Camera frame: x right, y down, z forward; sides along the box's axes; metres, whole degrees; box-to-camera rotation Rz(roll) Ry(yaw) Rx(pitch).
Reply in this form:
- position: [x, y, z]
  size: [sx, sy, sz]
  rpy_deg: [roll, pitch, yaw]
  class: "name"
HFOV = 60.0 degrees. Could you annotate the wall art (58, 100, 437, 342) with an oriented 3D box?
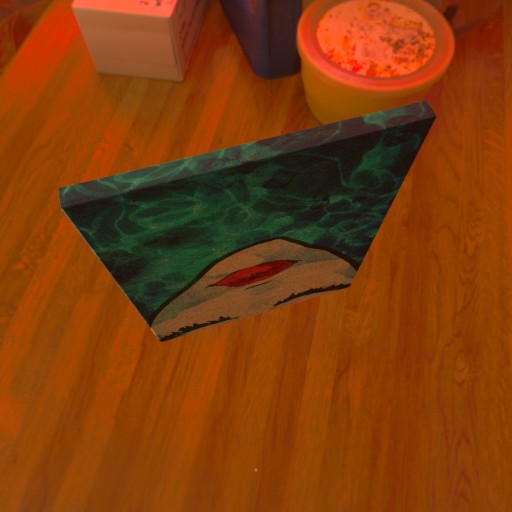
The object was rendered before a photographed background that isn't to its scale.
- position: [0.000, 0.000, 1.038]
  size: [0.609, 0.760, 0.038]
  rpy_deg: [-15, 65, -7]
  class: "wall art"
